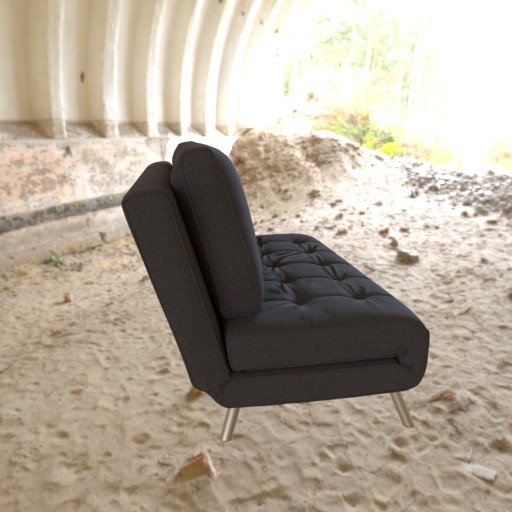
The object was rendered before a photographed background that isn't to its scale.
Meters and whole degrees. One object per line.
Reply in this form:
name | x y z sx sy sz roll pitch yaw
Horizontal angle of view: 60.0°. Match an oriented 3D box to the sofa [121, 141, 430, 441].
sofa | 0.000 0.000 1.834 0.910 0.910 1.220 -3 16 -10
